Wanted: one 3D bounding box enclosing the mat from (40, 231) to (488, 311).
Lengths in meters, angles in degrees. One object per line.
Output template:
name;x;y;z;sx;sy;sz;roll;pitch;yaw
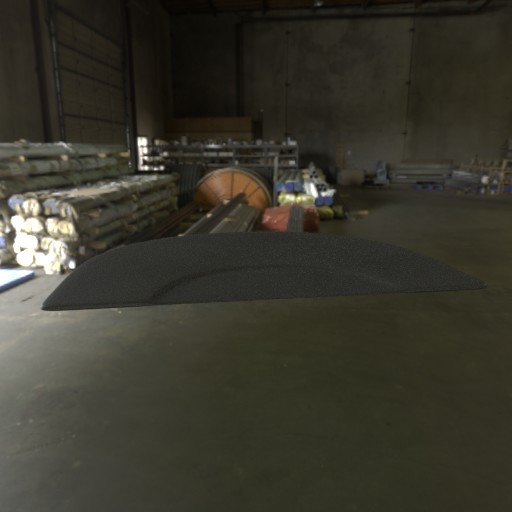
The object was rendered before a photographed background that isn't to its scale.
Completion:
mat;0.000;0.000;1.598;1.220;0.016;0.917;-2;14;-8
